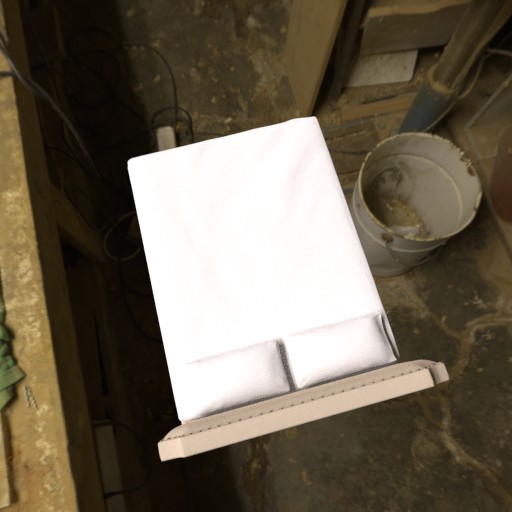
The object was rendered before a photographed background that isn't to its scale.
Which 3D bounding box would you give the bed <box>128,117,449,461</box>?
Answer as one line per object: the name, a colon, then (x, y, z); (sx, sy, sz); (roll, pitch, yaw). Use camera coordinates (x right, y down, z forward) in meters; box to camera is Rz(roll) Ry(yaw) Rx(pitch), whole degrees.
bed: (0.000, 0.000, 3.347); (1.703, 1.415, 2.329); (-14, 74, -4)
